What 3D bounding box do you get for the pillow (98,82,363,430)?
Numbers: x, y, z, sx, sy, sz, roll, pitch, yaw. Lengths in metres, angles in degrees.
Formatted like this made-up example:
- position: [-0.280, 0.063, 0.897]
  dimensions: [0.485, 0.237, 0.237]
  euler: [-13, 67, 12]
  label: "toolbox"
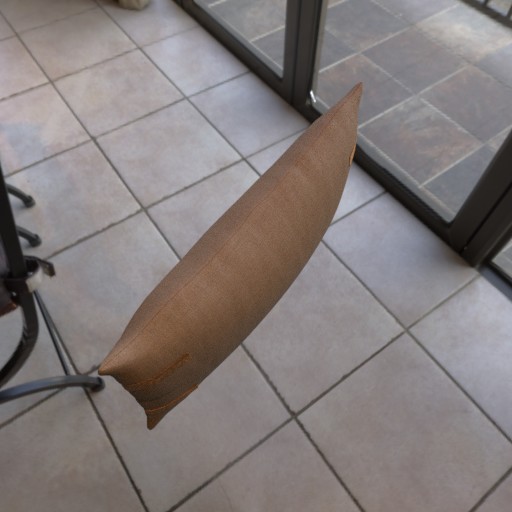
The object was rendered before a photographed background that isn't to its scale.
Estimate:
- position: [0.000, 0.000, 0.740]
  dimensions: [0.148, 0.308, 0.612]
  euler: [32, 64, 18]
  label: "pillow"
